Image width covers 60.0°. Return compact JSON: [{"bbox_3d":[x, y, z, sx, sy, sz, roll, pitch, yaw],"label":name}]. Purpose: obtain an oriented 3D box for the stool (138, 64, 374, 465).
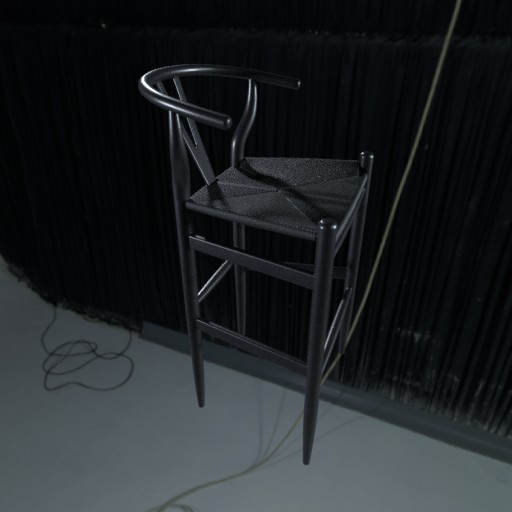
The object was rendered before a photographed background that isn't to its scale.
[{"bbox_3d":[0.000,0.000,1.393,0.579,1.072,0.569,11,32,18],"label":"stool"}]
